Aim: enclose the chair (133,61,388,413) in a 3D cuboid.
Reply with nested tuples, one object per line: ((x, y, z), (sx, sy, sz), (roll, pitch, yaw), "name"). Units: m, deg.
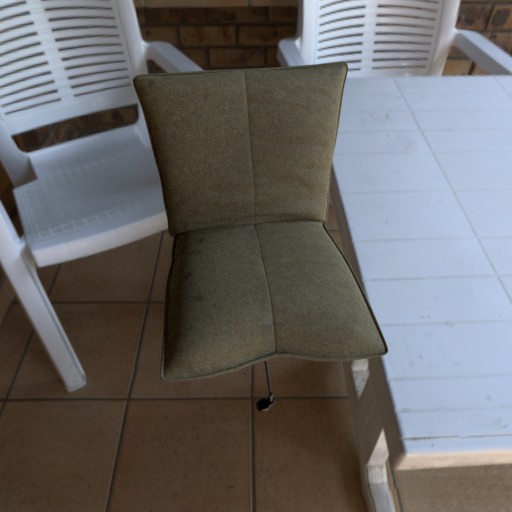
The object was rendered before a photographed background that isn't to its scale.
((0.000, 0.000, 1.274), (0.597, 0.811, 0.696), (-5, 46, -5), "chair")
